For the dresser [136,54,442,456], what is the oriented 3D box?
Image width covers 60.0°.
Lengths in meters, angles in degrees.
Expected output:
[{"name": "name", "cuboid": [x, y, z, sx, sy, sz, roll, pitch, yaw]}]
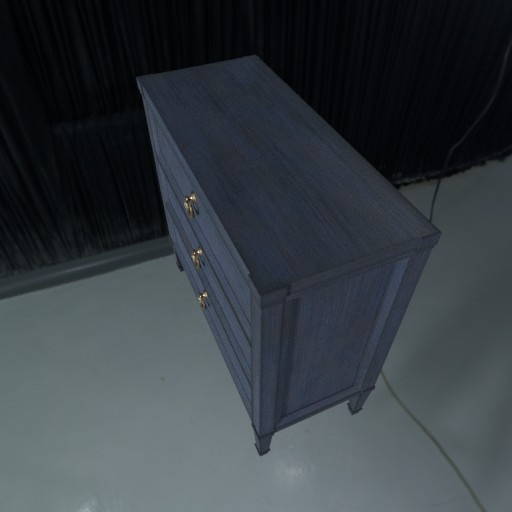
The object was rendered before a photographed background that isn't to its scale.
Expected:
[{"name": "dresser", "cuboid": [0.000, 0.000, 1.632, 0.463, 0.986, 1.049, -18, 50, -16]}]
